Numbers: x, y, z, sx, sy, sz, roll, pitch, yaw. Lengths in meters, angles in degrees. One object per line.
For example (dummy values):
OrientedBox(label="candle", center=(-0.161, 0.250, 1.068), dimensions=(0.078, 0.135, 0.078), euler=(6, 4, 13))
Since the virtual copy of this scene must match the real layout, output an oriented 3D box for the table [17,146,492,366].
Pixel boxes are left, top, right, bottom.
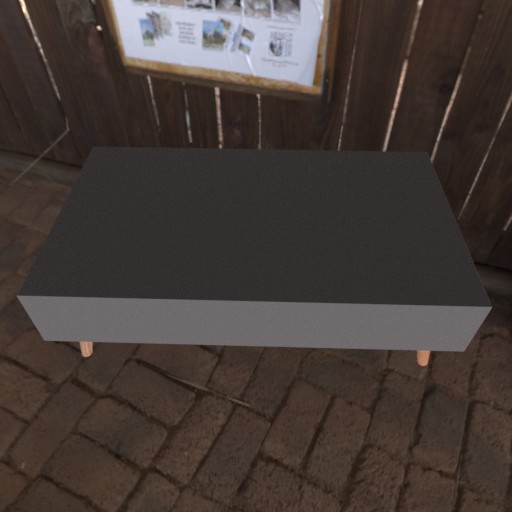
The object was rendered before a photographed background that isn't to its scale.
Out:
OrientedBox(label="table", center=(0.000, 0.000, 1.505), dimensions=(1.201, 0.404, 0.703), euler=(1, 46, 1))
